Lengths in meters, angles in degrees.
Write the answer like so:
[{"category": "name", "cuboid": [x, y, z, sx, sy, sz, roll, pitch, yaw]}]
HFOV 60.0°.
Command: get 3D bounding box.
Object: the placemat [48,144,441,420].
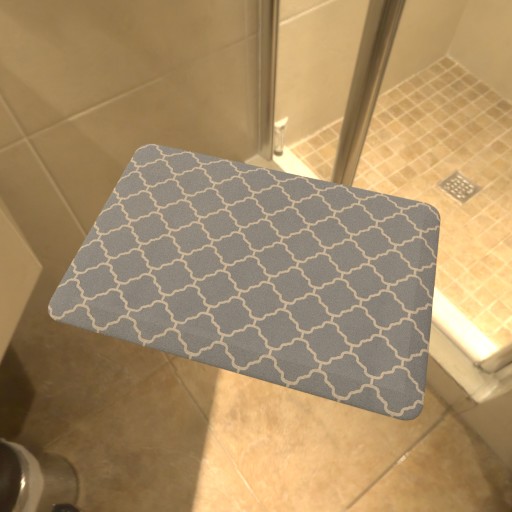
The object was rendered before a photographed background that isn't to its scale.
[{"category": "placemat", "cuboid": [0.000, 0.000, 0.964, 0.762, 0.021, 0.508, 14, 60, 8]}]
